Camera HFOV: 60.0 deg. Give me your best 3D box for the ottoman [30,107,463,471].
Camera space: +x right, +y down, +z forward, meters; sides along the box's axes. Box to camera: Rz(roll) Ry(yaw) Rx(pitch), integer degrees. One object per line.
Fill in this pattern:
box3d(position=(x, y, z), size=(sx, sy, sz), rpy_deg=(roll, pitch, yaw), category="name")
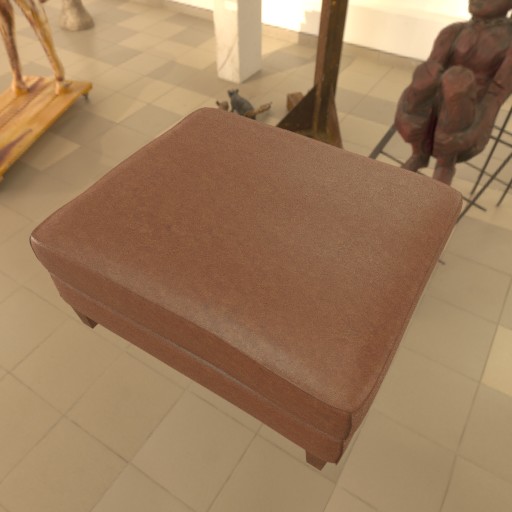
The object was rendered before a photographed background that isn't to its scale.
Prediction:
box3d(position=(0.000, 0.000, 1.393), size=(0.987, 0.472, 0.836), rpy_deg=(25, 52, 21), category="ottoman")
